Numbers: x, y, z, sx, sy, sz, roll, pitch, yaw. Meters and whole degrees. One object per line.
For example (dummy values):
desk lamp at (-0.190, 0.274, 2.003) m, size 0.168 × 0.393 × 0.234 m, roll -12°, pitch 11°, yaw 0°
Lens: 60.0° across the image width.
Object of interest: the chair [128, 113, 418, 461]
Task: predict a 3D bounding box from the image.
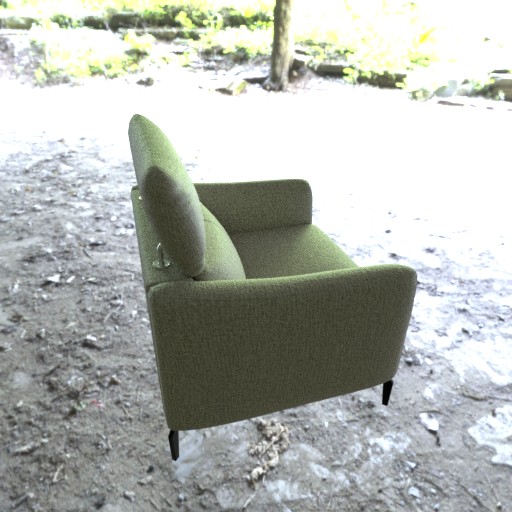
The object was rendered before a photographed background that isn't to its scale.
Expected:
chair at (0.000, 0.000, 1.669) m, size 0.835 × 0.967 × 0.972 m, roll -9°, pitch 30°, yaw -15°
